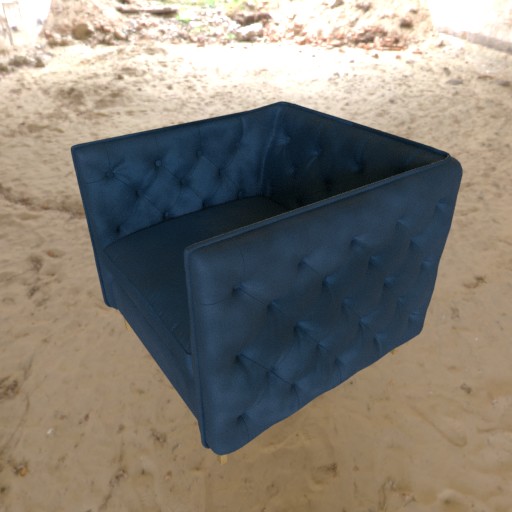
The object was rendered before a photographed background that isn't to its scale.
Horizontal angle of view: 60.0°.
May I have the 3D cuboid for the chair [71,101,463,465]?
[{"bbox_3d":[0.000,0.000,1.503,0.877,0.771,0.868,-21,38,-29],"label":"chair"}]
